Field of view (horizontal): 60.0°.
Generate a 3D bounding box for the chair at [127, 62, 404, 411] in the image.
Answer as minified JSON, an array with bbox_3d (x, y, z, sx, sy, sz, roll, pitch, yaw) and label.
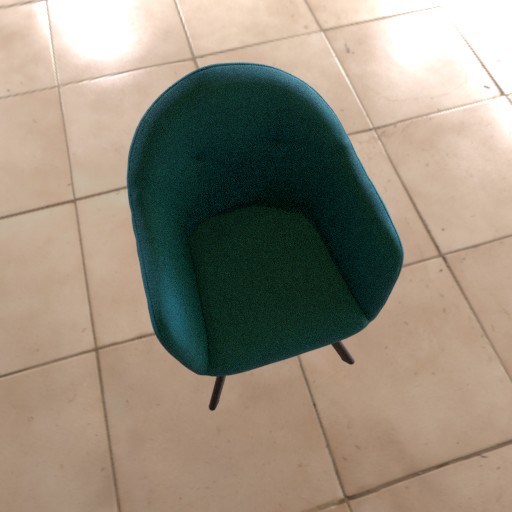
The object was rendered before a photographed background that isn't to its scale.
[{"bbox_3d":[0.000,0.000,1.160,0.545,0.775,0.565,-16,65,-8],"label":"chair"}]
